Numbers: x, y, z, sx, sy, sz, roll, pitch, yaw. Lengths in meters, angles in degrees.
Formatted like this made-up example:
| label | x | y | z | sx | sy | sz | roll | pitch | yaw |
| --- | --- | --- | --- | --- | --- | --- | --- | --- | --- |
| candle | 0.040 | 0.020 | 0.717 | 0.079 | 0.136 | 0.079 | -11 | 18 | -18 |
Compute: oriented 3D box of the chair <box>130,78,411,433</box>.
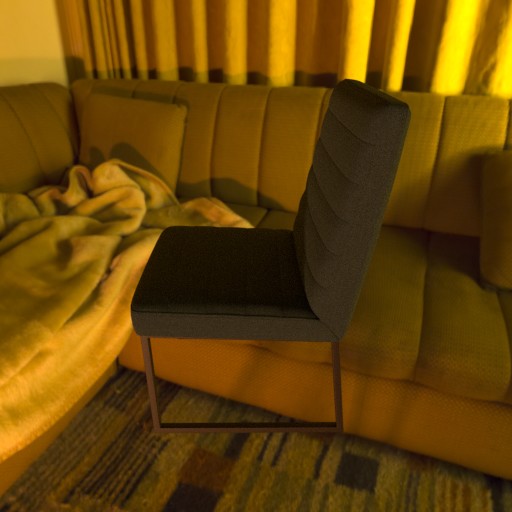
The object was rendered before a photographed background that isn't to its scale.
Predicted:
| label | x | y | z | sx | sy | sz | roll | pitch | yaw |
| --- | --- | --- | --- | --- | --- | --- | --- | --- | --- |
| chair | 0.000 | 0.000 | 1.295 | 0.634 | 0.930 | 0.520 | 0 | 27 | 0 |
